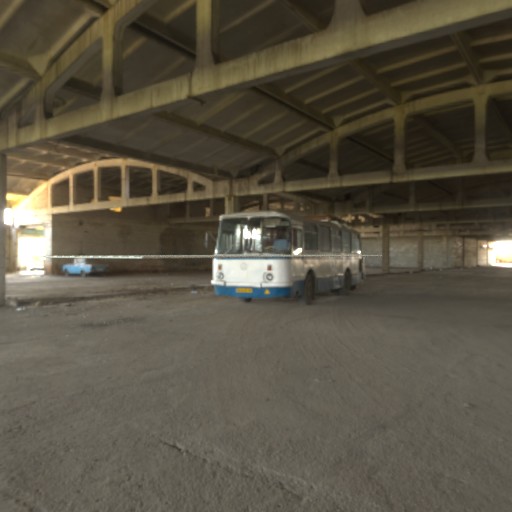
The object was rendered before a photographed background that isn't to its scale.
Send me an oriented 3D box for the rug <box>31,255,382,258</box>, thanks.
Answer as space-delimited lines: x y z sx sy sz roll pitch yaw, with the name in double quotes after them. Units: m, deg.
0.000 0.000 2.760 0.750 0.009 2.435 0 0 35 "rug"
